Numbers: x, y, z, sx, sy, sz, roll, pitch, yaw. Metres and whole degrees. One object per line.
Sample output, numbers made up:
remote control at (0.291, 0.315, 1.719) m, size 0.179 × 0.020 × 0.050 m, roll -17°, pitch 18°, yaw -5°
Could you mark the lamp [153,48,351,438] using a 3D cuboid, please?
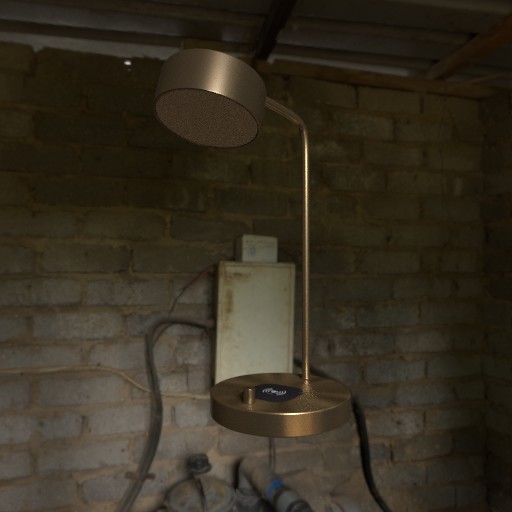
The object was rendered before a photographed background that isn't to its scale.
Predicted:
lamp at (0.000, 0.000, 0.508) m, size 0.171 × 0.380 × 0.270 m, roll -1°, pitch -1°, yaw 36°
